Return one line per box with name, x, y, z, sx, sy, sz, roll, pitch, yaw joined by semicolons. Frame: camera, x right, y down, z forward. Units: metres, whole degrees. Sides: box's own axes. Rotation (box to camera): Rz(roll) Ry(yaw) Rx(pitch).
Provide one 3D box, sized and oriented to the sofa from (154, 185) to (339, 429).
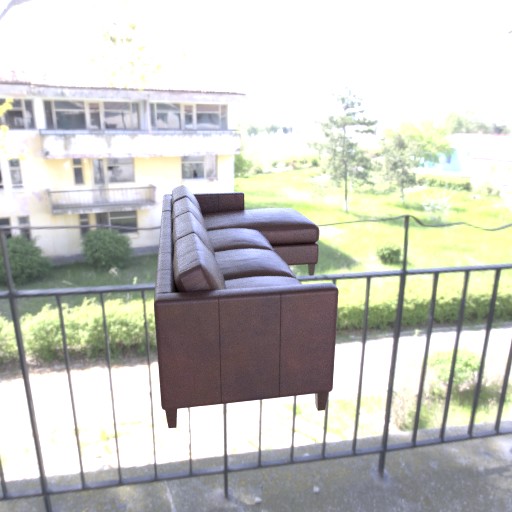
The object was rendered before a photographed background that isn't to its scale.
sofa;0.000;0.000;3.826;1.581;0.883;3.203;-3;17;-10
